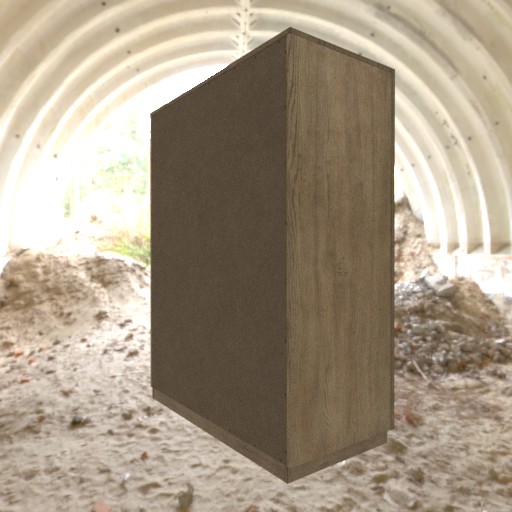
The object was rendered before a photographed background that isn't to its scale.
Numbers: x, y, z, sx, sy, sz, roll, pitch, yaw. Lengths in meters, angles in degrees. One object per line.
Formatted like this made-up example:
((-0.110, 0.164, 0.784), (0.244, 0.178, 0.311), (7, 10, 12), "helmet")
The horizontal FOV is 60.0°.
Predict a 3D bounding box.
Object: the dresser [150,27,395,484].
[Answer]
((0.000, 0.000, 1.780), (0.483, 1.295, 0.967), (0, 0, -37), "dresser")
